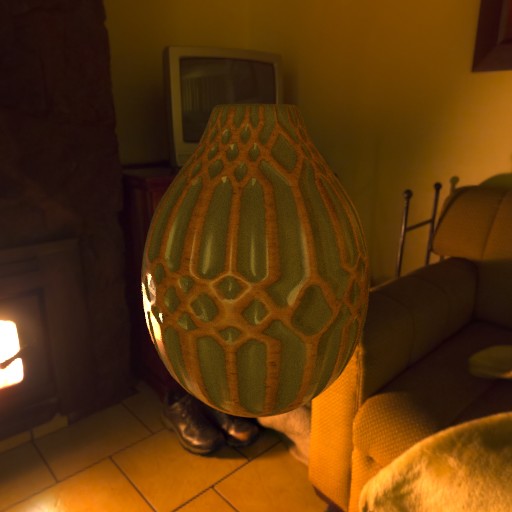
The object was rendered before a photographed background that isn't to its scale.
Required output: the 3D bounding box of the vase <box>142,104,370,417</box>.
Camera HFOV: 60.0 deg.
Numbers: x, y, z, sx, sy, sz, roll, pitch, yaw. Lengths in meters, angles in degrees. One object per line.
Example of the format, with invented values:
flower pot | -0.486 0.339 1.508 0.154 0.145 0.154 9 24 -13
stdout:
vase | 0.000 0.000 0.136 0.069 0.088 0.069 0 17 0
